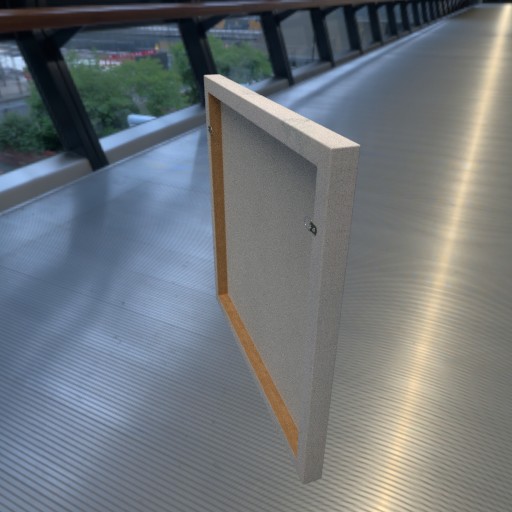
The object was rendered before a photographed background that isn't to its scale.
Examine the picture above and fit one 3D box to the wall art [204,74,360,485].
[{"bbox_3d":[0.000,0.000,0.900,0.040,0.612,0.612,-10,31,-17],"label":"wall art"}]
